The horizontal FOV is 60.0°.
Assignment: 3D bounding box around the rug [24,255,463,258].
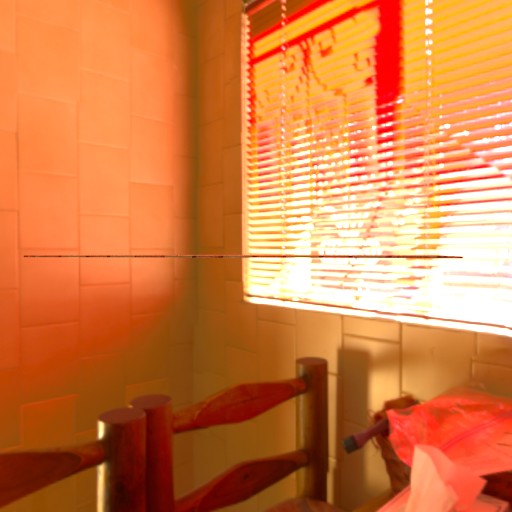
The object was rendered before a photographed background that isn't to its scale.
[{"bbox_3d":[0.000,0.000,2.302,1.817,0.008,1.223,0,0,18],"label":"rug"}]
